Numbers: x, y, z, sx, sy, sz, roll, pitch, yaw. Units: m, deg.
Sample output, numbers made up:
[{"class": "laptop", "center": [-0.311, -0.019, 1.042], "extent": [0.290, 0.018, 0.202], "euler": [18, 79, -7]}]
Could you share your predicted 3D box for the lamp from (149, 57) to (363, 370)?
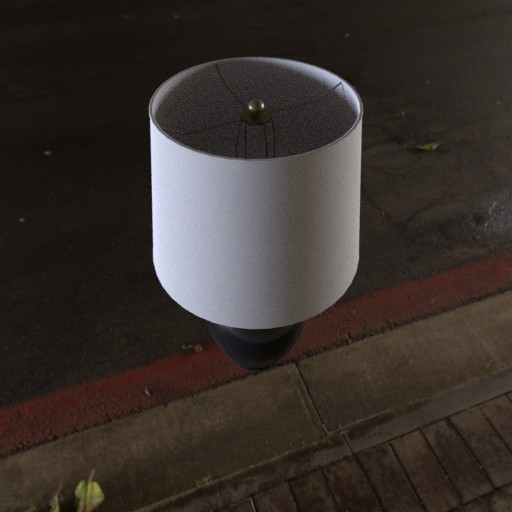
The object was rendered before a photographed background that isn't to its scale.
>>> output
[{"class": "lamp", "center": [0.000, 0.000, 0.538], "extent": [0.239, 0.399, 0.239], "euler": [0, 46, 0]}]
